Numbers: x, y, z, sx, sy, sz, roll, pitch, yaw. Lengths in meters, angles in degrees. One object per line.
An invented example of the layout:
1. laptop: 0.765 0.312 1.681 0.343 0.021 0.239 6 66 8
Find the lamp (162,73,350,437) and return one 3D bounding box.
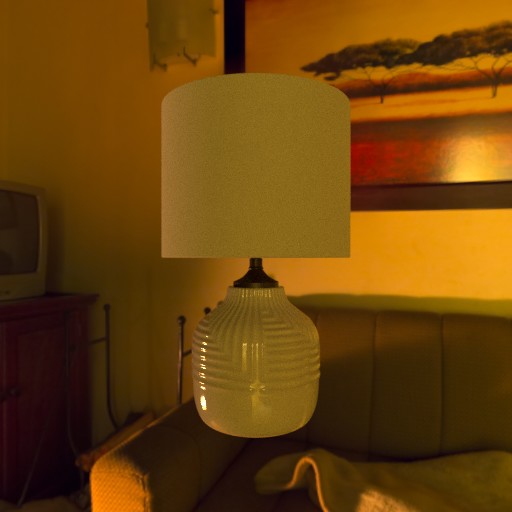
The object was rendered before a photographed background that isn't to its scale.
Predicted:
1. lamp: 0.000 0.000 0.762 0.318 0.567 0.318 0 0 0
